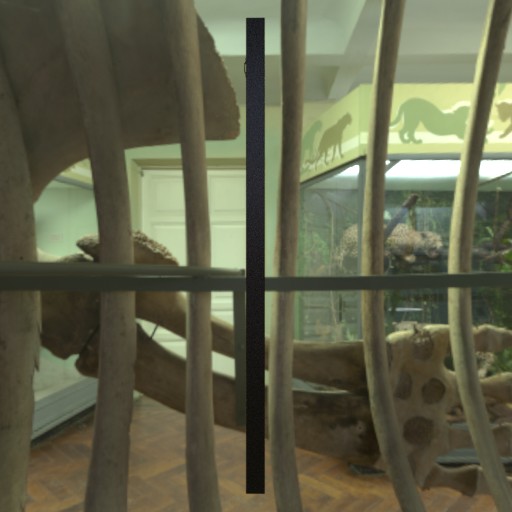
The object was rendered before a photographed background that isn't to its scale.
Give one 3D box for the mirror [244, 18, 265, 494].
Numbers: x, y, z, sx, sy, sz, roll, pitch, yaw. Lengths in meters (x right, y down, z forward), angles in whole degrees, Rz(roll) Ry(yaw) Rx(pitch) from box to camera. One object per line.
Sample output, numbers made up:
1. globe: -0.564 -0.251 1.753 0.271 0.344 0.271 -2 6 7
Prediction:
1. mirror: 0.000 0.000 1.155 0.041 0.915 0.609 0 0 1
